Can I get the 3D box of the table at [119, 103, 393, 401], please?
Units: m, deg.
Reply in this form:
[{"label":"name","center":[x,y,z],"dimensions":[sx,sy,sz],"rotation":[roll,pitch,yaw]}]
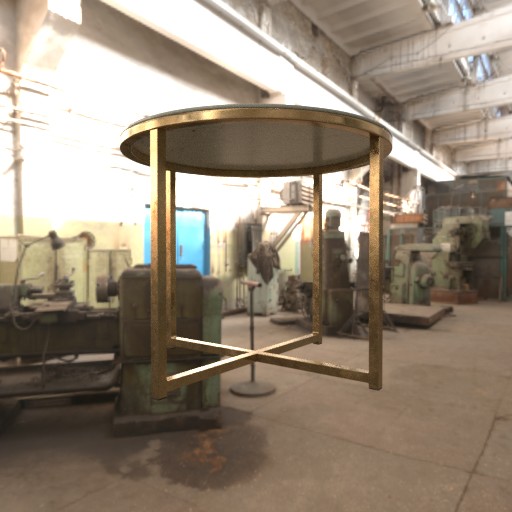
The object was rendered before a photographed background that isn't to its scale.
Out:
[{"label":"table","center":[0.000,0.000,0.851],"dimensions":[0.500,0.420,0.500],"rotation":[0,1,0]}]
